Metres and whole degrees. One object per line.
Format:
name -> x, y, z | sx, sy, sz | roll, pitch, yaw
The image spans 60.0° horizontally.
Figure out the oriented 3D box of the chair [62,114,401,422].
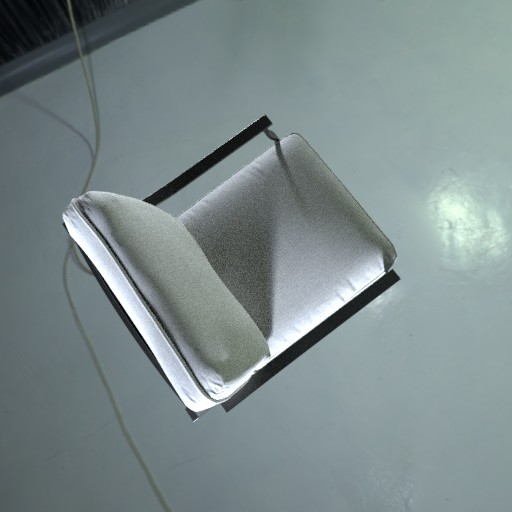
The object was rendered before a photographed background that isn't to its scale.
chair -> 0.000, 0.000, 1.415 | 0.787, 0.860, 0.650 | -36, 79, -8
